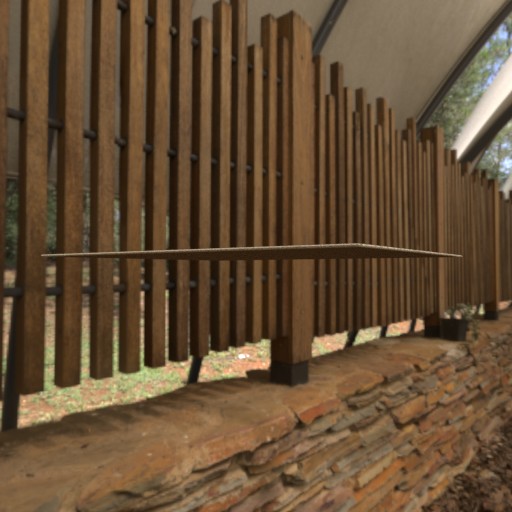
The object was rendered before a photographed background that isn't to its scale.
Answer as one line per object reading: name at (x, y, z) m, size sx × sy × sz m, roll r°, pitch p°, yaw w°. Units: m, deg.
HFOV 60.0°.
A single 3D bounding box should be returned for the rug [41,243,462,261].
rug at (0.000, 0.000, 4.092) m, size 3.050 × 0.017 × 2.441 m, roll -1°, pitch -2°, yaw 36°
